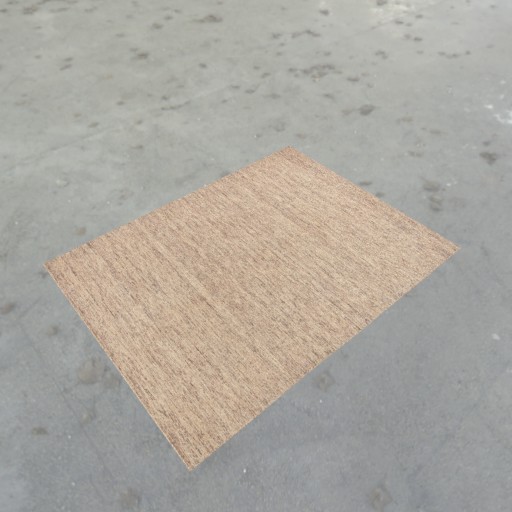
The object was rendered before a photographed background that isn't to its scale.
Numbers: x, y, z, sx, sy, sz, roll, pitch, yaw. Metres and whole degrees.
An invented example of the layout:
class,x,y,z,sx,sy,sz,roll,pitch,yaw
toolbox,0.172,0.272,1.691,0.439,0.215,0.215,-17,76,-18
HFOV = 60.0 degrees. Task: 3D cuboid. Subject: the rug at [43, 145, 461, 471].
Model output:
class,x,y,z,sx,sy,sz,roll,pitch,yaw
rug,0.000,0.000,4.266,3.205,0.013,2.448,-31,53,-27
